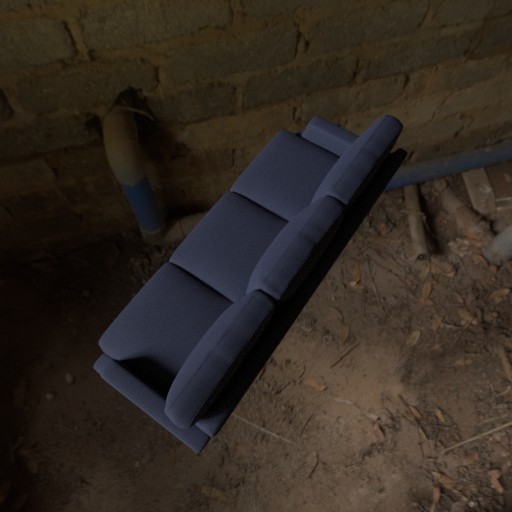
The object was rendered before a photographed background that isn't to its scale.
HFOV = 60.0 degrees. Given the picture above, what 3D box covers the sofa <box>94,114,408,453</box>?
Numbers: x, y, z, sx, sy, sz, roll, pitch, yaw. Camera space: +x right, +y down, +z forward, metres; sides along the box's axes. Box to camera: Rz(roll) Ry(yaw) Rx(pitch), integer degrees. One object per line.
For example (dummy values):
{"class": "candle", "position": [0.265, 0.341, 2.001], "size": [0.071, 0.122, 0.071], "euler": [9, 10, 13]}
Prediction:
{"class": "sofa", "position": [0.000, 0.000, 2.677], "size": [0.888, 0.984, 2.115], "euler": [32, 68, 15]}
